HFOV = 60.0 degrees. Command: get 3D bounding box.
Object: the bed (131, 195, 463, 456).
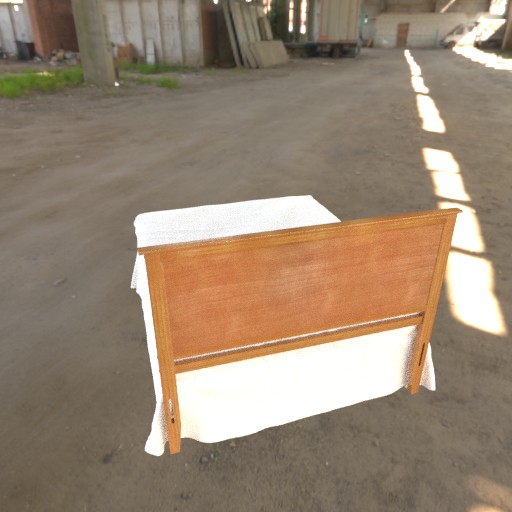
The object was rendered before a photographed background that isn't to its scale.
[{"bbox_3d":[0.000,0.000,3.226,1.870,1.273,2.035,-8,29,-15],"label":"bed"}]
